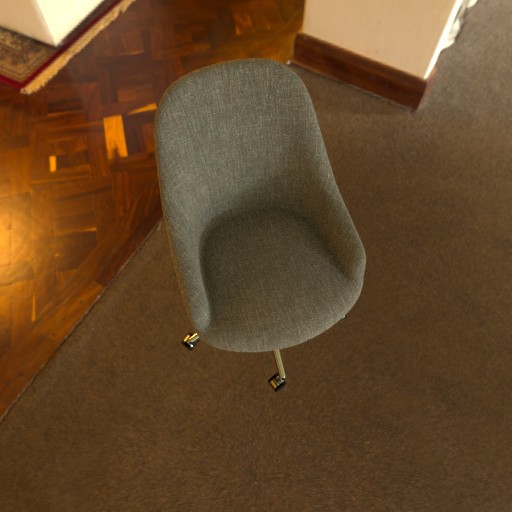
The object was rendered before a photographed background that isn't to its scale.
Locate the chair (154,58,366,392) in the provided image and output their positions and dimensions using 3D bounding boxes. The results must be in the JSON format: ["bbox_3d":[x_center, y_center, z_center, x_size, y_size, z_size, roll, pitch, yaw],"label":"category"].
[{"bbox_3d":[0.000,0.000,1.444,0.671,0.950,0.712,-17,64,-9],"label":"chair"}]
